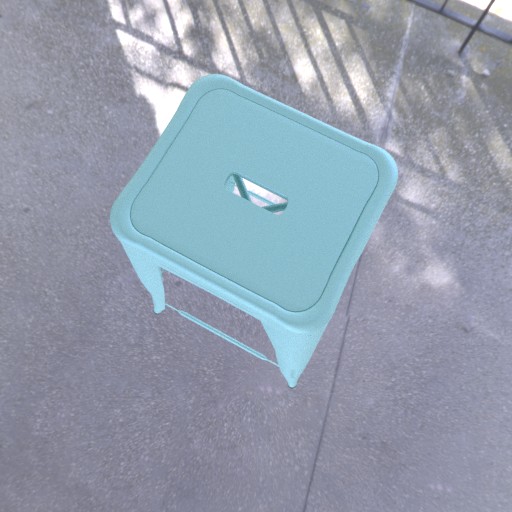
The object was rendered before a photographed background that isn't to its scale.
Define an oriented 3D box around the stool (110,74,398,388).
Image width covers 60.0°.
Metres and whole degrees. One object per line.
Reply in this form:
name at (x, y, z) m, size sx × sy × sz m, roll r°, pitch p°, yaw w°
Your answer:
stool at (0.000, 0.000, 0.826) m, size 0.399 × 0.609 × 0.359 m, roll 27°, pitch 77°, yaw 7°
